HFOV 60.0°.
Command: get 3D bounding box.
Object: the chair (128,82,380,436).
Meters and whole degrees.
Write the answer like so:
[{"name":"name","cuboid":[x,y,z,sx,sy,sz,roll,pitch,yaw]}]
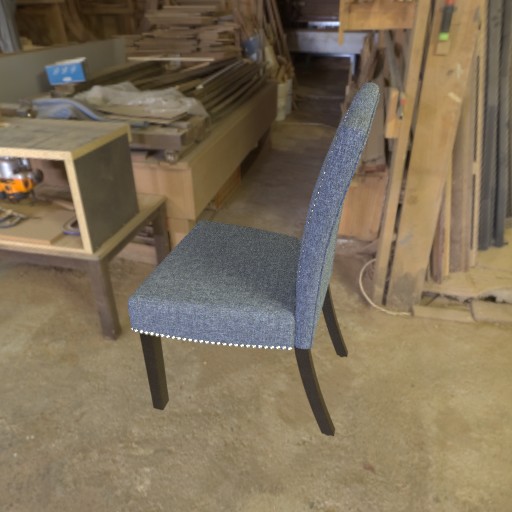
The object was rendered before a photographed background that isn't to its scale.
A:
[{"name":"chair","cuboid":[0.000,0.000,1.294,0.589,0.946,0.518,9,32,14]}]
